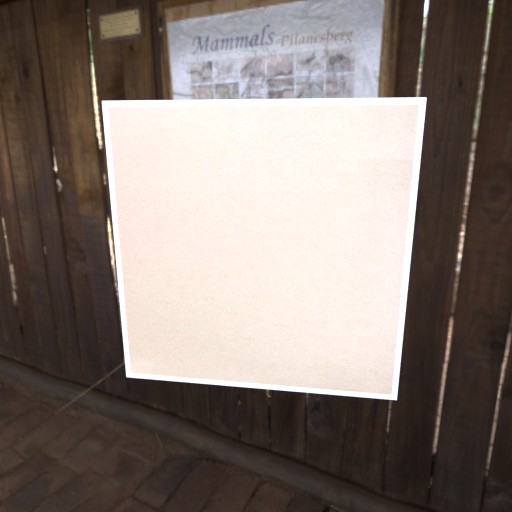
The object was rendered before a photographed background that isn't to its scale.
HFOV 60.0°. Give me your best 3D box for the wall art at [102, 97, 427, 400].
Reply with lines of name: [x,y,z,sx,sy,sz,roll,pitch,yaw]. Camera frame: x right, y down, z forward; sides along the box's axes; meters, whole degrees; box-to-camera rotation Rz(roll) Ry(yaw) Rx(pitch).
wall art: [0.000,0.000,0.835,0.557,0.557,0.012,2,16,8]
